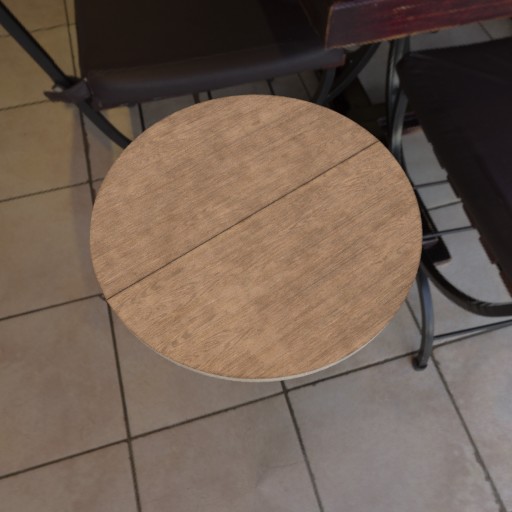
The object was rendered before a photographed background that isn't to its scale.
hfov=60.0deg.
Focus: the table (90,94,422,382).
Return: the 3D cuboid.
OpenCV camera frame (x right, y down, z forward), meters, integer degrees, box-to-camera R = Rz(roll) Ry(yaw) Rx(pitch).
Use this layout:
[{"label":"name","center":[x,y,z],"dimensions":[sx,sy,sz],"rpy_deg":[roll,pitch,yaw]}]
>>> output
[{"label":"table","center":[0.000,0.000,2.182],"dimensions":[1.363,0.781,1.363],"rpy_deg":[0,62,0]}]
